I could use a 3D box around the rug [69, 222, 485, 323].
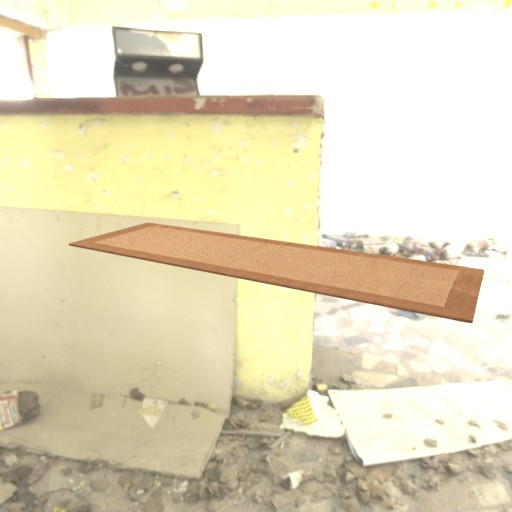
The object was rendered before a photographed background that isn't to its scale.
[{"bbox_3d":[0.000,0.000,2.680,2.439,0.017,0.764,9,19,28],"label":"rug"}]
